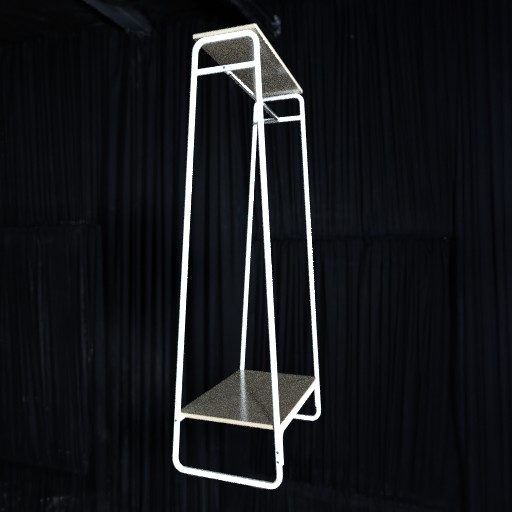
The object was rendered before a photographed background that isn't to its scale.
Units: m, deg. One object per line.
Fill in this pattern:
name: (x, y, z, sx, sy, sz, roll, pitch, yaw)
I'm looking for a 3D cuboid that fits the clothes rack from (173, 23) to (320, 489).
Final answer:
clothes rack: (0.000, 0.000, 1.779, 0.400, 1.512, 0.640, 0, 1, 20)
